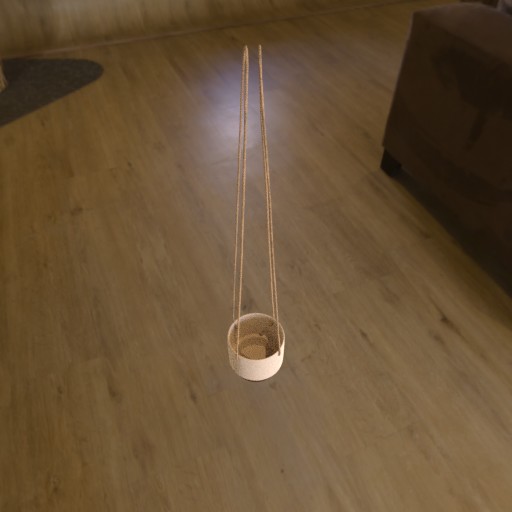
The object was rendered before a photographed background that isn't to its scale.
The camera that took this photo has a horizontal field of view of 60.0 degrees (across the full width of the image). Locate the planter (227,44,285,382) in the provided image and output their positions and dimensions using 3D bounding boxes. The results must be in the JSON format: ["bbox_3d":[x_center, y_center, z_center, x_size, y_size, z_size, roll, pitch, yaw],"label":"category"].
[{"bbox_3d":[0.000,0.000,0.918,0.146,0.841,0.146,-5,46,-5],"label":"planter"}]
